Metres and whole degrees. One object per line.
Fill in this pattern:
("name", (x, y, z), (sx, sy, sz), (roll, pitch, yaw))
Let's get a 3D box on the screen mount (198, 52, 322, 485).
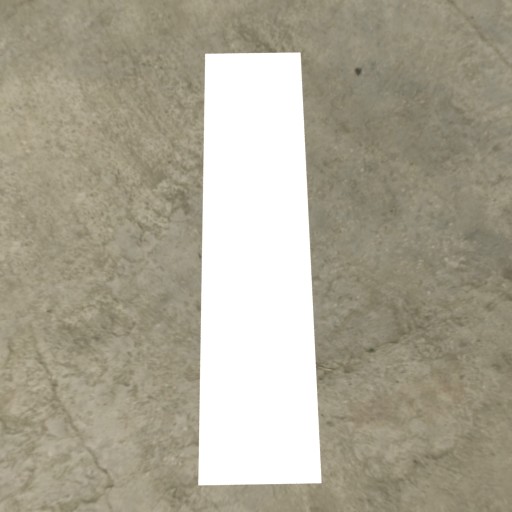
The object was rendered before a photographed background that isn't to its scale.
("screen mount", (0.000, 0.000, 1.855), (0.399, 0.432, 1.644), (-1, 75, 0))
